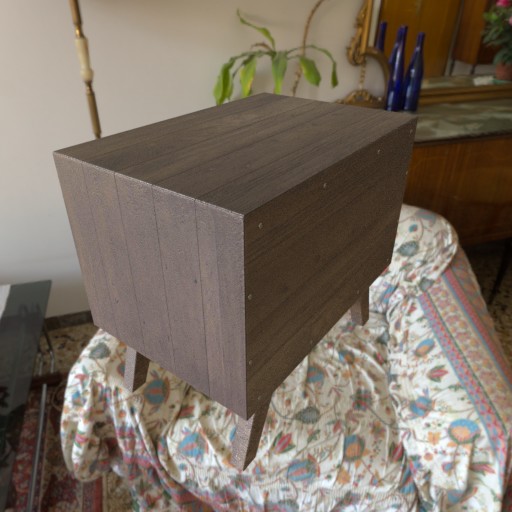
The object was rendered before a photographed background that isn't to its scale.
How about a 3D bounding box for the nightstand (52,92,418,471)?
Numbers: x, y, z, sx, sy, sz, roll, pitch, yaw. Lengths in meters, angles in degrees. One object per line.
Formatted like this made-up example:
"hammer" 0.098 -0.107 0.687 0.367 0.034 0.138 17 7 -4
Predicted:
"nightstand" 0.000 0.000 1.063 0.450 0.599 0.650 21 37 31
